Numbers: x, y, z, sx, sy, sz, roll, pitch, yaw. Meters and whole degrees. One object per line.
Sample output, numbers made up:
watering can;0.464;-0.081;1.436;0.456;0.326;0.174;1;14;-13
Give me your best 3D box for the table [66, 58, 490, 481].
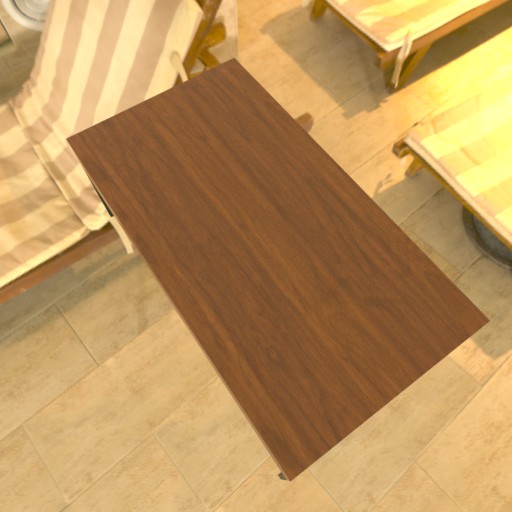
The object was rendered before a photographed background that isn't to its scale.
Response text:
table;0.000;0.000;1.322;0.574;0.414;1.057;-32;68;-15
